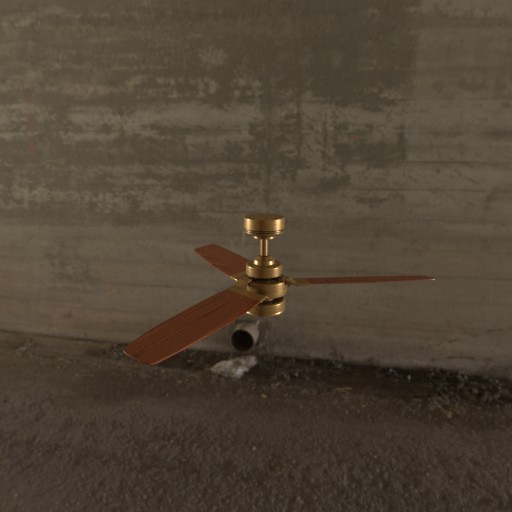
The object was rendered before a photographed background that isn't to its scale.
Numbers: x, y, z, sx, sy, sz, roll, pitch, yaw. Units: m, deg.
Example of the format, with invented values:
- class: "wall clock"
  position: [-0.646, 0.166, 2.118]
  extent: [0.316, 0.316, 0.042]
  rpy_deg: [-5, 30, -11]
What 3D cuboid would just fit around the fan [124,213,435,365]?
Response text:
- class: "fan"
  position: [0.000, 0.000, 2.073]
  extent: [1.416, 0.425, 1.271]
  rpy_deg: [-7, 16, -25]
